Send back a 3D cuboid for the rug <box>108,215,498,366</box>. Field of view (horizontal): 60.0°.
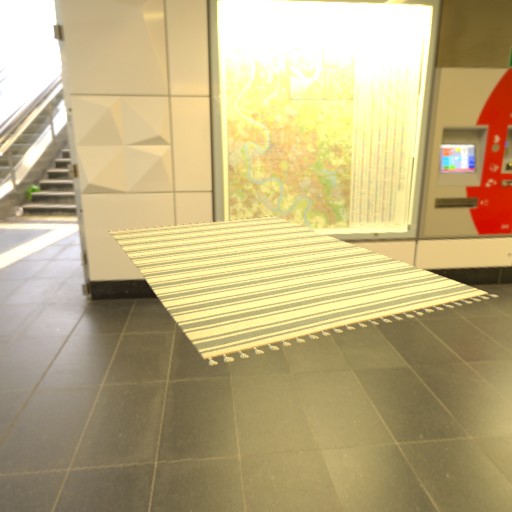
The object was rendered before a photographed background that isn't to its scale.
[{"bbox_3d":[0.000,0.000,2.930,1.539,0.011,2.410,-8,18,-25],"label":"rug"}]
